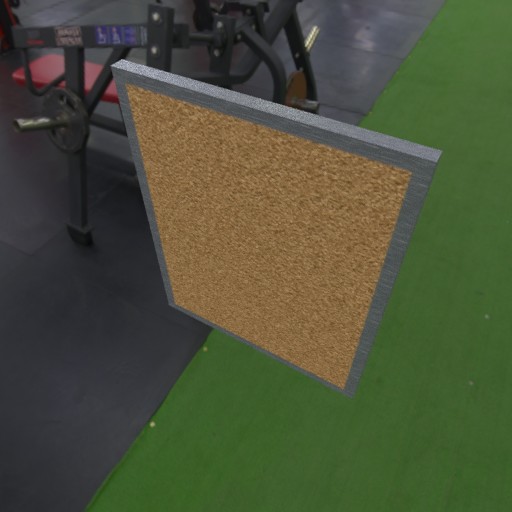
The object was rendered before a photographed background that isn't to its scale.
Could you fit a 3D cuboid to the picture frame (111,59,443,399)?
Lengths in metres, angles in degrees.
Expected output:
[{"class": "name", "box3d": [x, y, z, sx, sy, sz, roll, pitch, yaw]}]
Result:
[{"class": "picture frame", "box3d": [0.000, 0.000, 0.753, 0.454, 0.559, 0.029, 23, 51, 20]}]
